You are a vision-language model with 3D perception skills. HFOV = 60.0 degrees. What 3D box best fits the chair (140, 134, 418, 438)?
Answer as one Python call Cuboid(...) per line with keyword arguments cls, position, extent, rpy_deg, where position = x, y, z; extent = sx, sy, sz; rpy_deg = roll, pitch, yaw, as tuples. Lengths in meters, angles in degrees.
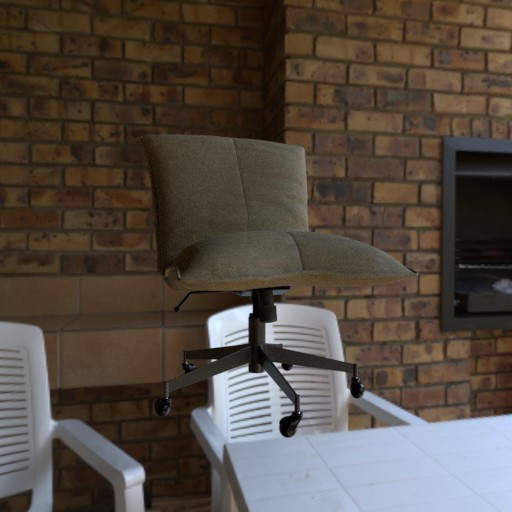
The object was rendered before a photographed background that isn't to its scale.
Cuboid(cls="chair", position=(0.000, 0.000, 1.256), extent=(0.597, 0.811, 0.696), rpy_deg=(0, 1, -18))
